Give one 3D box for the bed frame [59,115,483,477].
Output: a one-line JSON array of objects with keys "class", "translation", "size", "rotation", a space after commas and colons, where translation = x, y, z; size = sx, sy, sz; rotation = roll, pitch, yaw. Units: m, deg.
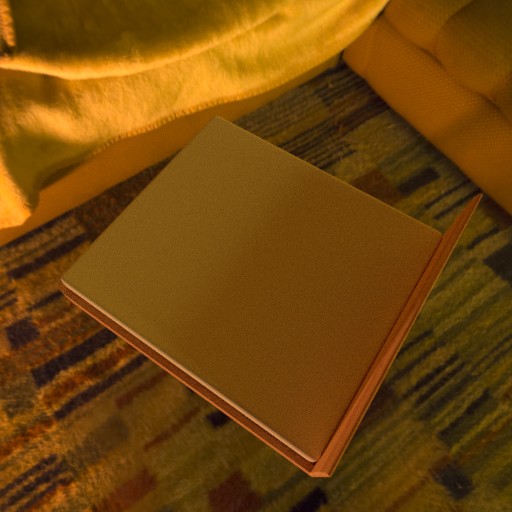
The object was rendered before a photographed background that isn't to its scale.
[{"class": "bed frame", "translation": [0.000, 0.000, 3.049], "size": [2.092, 0.940, 1.872], "rotation": [31, 68, 14]}]
